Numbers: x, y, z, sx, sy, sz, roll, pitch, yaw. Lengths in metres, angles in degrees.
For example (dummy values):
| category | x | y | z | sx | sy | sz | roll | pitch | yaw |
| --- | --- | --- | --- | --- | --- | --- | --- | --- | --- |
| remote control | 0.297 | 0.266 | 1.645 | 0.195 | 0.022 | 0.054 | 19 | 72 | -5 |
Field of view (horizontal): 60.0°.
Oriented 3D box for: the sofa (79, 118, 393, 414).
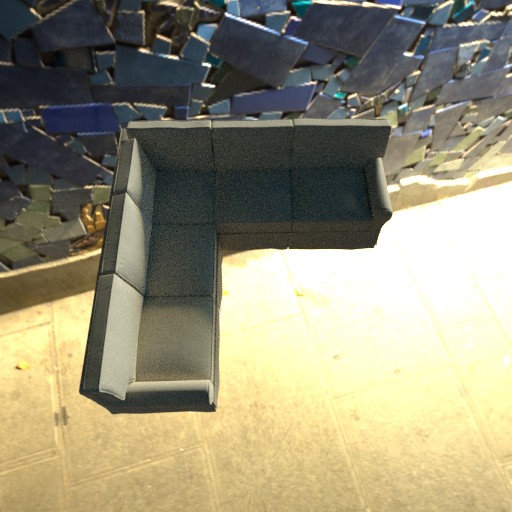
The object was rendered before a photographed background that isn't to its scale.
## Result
| category | x | y | z | sx | sy | sz | roll | pitch | yaw |
| --- | --- | --- | --- | --- | --- | --- | --- | --- | --- |
| sofa | 0.000 | 0.000 | 4.024 | 2.597 | 1.070 | 2.591 | -1 | 63 | -1 |
